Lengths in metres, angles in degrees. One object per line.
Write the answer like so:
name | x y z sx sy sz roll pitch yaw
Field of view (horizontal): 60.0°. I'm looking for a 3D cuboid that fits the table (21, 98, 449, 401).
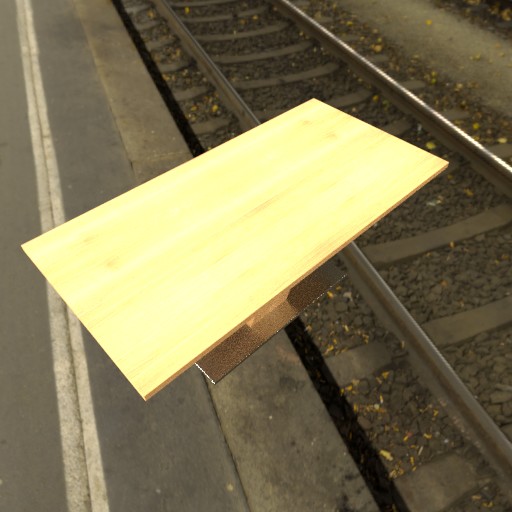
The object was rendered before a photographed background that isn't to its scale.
table | 0.000 0.000 2.289 1.800 0.750 0.900 -35 56 -28
